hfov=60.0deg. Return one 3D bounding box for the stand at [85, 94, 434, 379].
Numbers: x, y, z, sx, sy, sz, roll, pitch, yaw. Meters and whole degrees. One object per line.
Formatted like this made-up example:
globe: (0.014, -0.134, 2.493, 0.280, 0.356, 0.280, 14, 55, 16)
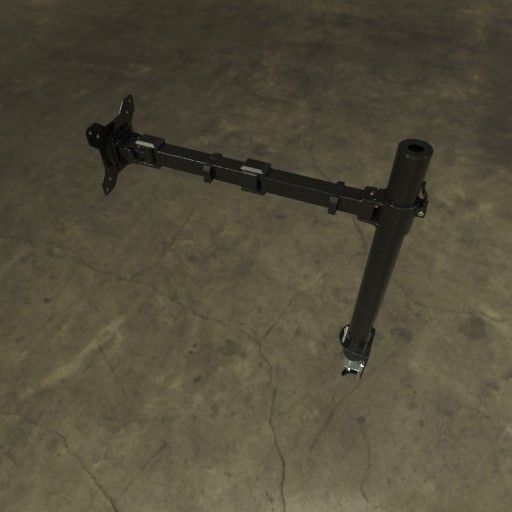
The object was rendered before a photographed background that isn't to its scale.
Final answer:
stand: (0.000, 0.000, 0.735, 0.456, 0.510, 0.115, 16, 49, 15)
